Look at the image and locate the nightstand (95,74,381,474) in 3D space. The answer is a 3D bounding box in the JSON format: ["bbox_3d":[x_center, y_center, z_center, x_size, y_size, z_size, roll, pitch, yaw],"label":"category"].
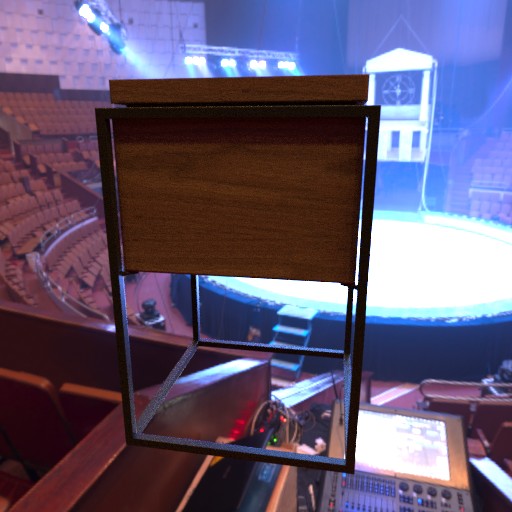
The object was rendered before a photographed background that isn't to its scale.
[{"bbox_3d":[0.000,0.000,0.857,0.397,0.607,0.397,3,16,10],"label":"nightstand"}]
